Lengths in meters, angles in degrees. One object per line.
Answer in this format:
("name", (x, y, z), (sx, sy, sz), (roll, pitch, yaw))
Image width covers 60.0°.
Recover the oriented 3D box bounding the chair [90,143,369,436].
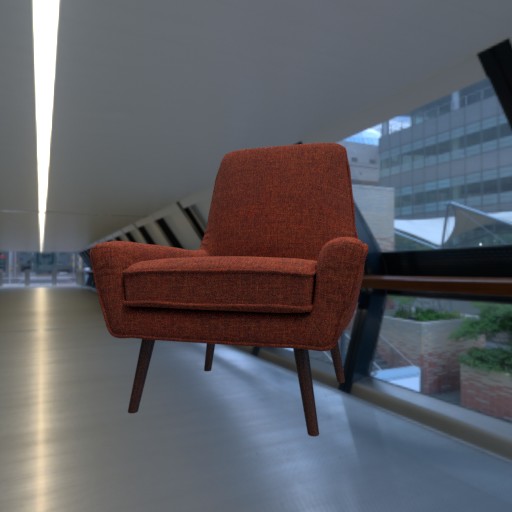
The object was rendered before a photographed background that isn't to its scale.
("chair", (0.000, 0.000, 1.523), (0.803, 0.911, 0.784), (0, -1, 19))
